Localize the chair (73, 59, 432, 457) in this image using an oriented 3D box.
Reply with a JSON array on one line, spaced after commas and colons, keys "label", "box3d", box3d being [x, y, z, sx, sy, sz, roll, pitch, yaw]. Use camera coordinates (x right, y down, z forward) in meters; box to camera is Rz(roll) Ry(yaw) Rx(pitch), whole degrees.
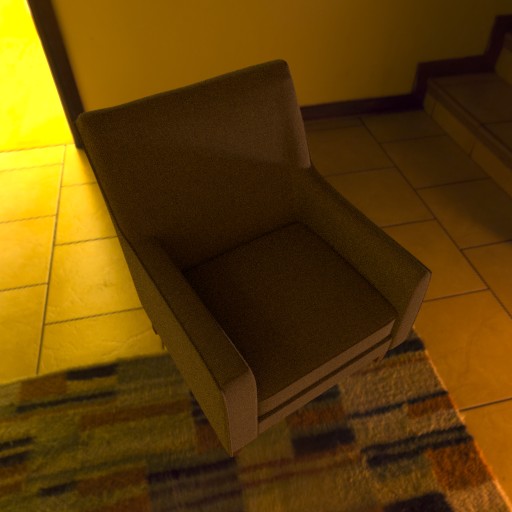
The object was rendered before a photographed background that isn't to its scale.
[{"label": "chair", "box3d": [0.000, 0.000, 1.551, 0.780, 0.919, 0.899, -25, 51, -22]}]
